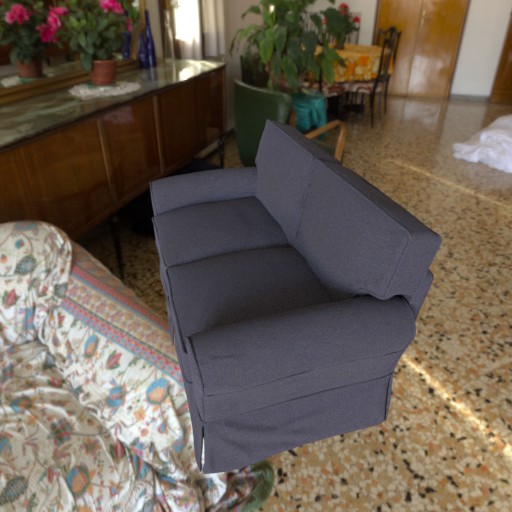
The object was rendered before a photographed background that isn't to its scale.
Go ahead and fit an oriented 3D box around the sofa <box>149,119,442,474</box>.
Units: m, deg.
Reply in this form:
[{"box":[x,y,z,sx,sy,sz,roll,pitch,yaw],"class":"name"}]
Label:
[{"box":[0.000,0.000,2.381,0.997,1.059,1.801,-9,32,-14],"class":"sofa"}]
